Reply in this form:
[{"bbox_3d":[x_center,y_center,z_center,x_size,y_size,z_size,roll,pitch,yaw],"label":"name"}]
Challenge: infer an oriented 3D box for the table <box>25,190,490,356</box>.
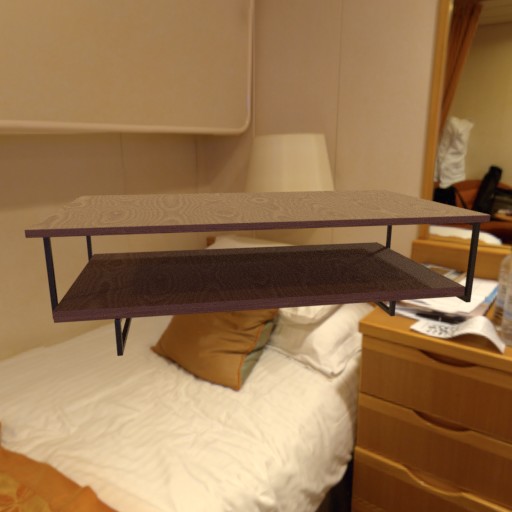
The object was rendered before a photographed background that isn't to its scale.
[{"bbox_3d":[0.000,0.000,1.473,1.197,0.347,0.651,-3,15,-10],"label":"table"}]
